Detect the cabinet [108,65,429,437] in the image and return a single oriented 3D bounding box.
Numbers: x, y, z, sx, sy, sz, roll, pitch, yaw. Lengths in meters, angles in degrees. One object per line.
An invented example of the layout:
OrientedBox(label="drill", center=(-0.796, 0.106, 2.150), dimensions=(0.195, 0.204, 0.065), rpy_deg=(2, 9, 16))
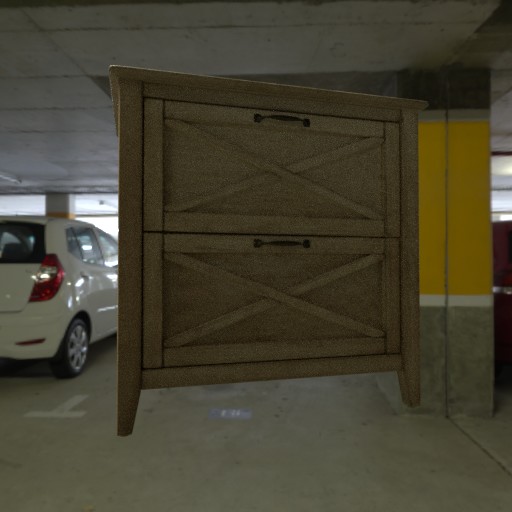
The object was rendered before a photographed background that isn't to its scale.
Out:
OrientedBox(label="cabinet", center=(0.000, 0.000, 1.233), dimensions=(0.763, 0.762, 0.503), rpy_deg=(0, -1, -16))
